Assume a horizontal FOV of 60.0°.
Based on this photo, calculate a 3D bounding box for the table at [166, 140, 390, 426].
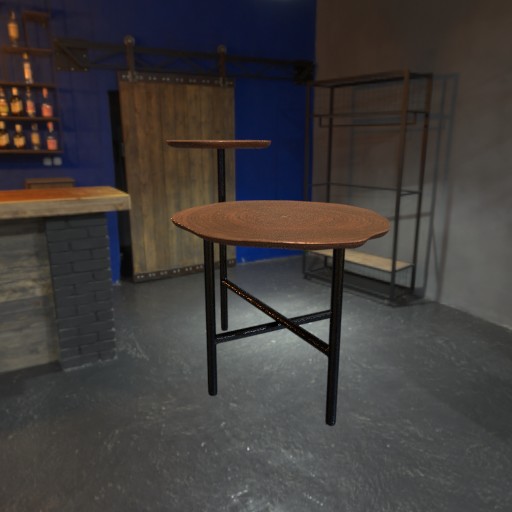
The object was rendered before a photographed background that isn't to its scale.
[{"bbox_3d":[0.000,0.000,1.074,0.442,0.538,0.759,-8,17,-26],"label":"table"}]
